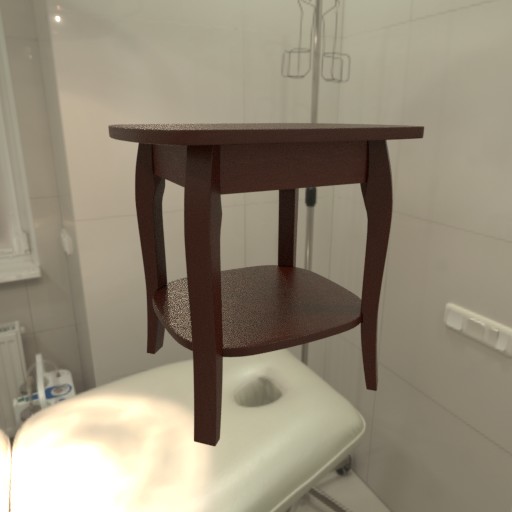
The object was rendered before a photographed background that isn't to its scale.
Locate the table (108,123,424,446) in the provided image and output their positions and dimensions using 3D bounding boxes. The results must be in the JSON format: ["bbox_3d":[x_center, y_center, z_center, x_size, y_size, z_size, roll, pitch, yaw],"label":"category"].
[{"bbox_3d":[0.000,0.000,0.876,0.502,0.496,0.433,-9,19,-25],"label":"table"}]
